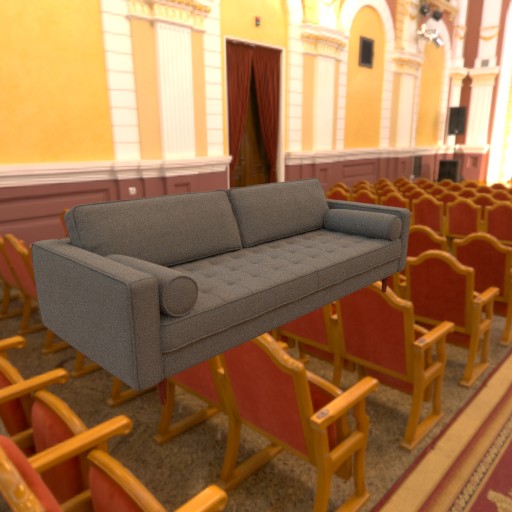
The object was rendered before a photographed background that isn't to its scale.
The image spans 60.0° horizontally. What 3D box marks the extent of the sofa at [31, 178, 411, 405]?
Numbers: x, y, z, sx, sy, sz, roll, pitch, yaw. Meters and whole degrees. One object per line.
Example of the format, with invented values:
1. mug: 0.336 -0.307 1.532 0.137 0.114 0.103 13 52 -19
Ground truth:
1. sofa: 0.000 0.000 2.625 0.914 0.762 2.198 14 21 42
